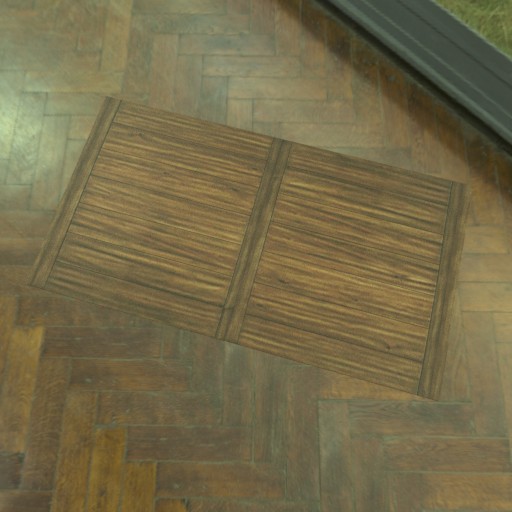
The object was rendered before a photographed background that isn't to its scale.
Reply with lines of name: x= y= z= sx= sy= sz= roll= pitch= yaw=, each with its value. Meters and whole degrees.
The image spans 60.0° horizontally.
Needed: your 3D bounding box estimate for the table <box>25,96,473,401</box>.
table: x=0.000 y=0.000 z=2.540 sx=1.966 sy=0.793 sz=1.071 roll=15 pitch=74 yaw=4
